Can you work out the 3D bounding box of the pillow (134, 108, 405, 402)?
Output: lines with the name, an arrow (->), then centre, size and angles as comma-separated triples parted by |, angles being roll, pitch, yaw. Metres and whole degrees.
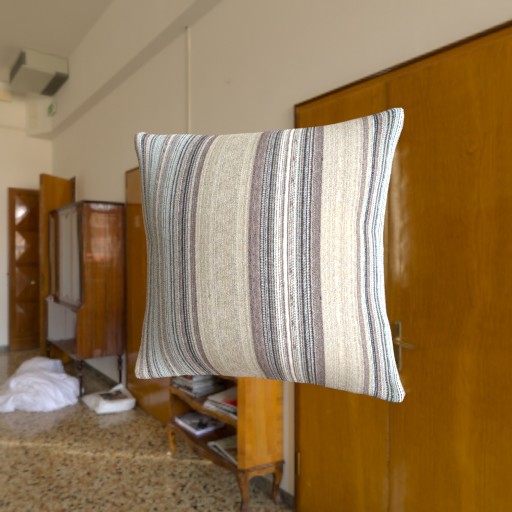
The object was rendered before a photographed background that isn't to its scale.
pillow -> 0.000, 0.000, 0.679 | 0.435, 0.416, 0.189 | 0, 0, 17
